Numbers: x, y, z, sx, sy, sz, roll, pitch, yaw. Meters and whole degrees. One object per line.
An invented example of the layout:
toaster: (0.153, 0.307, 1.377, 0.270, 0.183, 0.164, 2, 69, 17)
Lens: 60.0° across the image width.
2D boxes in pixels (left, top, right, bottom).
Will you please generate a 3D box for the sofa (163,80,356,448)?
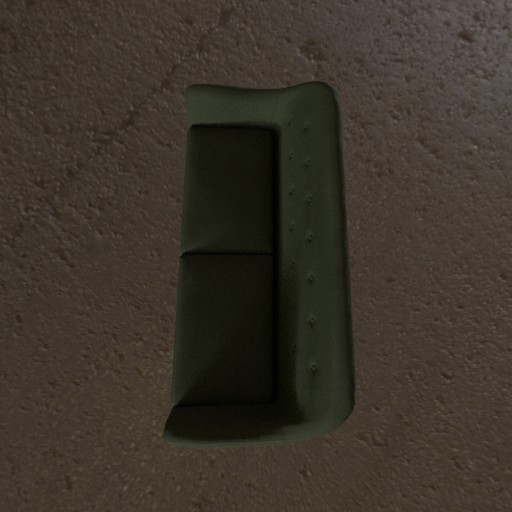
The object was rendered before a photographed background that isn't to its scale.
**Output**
sofa: (0.000, 0.000, 2.336, 0.820, 0.836, 1.840, 0, 73, 0)
